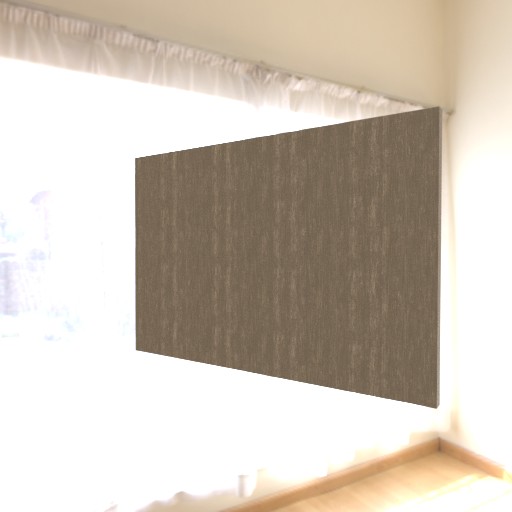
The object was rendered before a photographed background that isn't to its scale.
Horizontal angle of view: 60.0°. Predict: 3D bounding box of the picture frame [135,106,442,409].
[{"bbox_3d":[0.000,0.000,1.217,0.950,0.640,0.029,1,1,34],"label":"picture frame"}]
